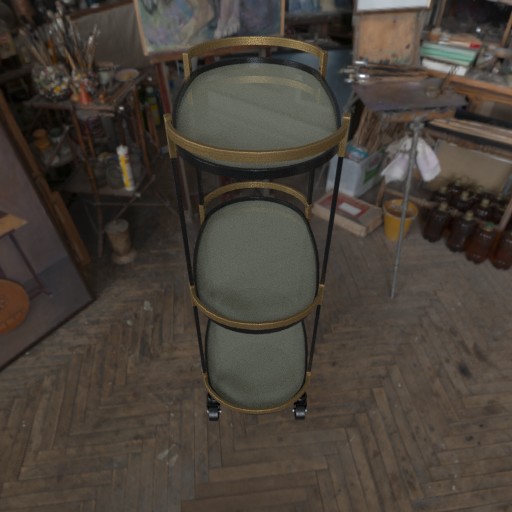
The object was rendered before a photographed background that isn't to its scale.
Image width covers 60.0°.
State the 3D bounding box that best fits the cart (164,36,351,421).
[{"bbox_3d":[0.000,0.000,1.114,0.311,0.885,0.515,0,43,-1],"label":"cart"}]
